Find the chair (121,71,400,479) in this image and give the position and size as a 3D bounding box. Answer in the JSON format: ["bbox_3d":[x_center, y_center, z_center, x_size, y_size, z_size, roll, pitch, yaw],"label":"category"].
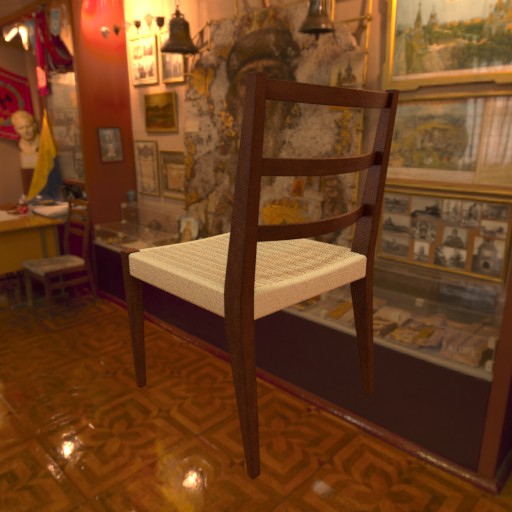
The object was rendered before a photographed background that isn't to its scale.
[{"bbox_3d":[0.000,0.000,1.157,0.480,0.813,0.551,-14,21,-42],"label":"chair"}]
